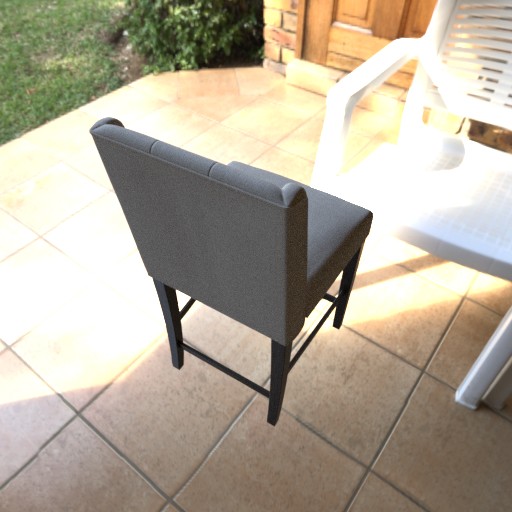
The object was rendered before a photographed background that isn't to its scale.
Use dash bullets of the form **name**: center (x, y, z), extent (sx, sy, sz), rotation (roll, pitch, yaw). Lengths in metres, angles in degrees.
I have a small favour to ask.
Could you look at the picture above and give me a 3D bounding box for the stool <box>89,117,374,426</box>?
- **stool**: center (0.000, 0.000, 1.228), extent (0.474, 0.939, 0.509), rotation (24, 51, 21)
